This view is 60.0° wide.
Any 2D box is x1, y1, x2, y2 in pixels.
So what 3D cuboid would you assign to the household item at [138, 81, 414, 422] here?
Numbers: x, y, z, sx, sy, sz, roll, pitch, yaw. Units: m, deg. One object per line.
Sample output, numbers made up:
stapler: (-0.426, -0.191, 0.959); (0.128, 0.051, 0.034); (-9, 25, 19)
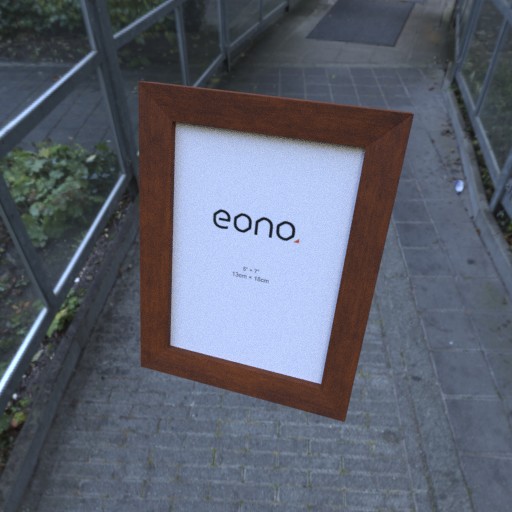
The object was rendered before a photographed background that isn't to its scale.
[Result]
household item: (0.000, 0.000, 0.301); (0.160, 0.204, 0.096); (11, 43, 13)
